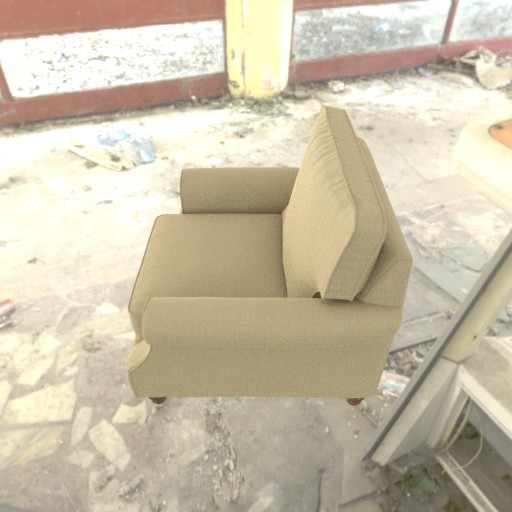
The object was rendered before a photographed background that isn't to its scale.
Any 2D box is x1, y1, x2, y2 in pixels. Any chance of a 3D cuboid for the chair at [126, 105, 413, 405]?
[{"bbox_3d":[0.000,0.000,1.813,0.966,0.967,1.029,0,40,0],"label":"chair"}]
